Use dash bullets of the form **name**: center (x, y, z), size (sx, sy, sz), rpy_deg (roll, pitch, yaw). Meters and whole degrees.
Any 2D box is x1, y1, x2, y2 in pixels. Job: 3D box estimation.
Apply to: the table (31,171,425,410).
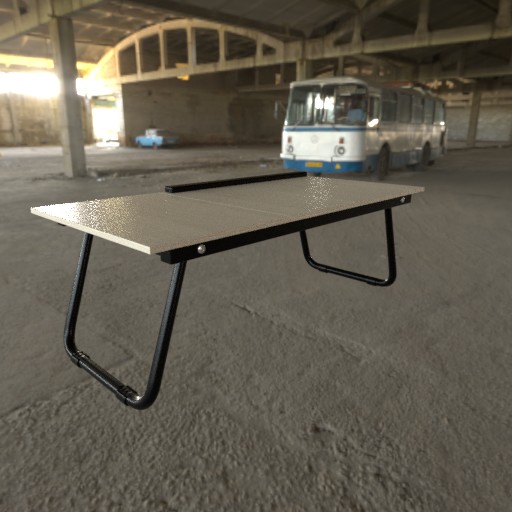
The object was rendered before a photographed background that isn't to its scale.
- **table**: center (0.000, 0.000, 0.808), size (0.322, 0.242, 0.644), rpy_deg (15, 22, 42)
